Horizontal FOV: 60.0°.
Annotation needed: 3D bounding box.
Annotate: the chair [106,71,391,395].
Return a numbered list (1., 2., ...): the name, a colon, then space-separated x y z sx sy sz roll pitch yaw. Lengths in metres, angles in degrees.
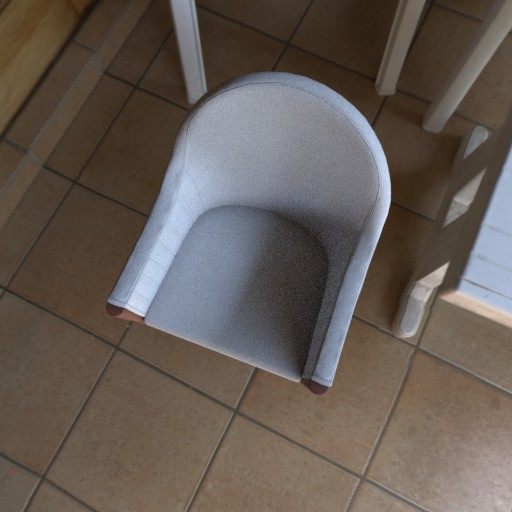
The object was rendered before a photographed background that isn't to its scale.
1. chair: 0.000 0.000 1.312 0.610 0.889 0.620 20 76 5
